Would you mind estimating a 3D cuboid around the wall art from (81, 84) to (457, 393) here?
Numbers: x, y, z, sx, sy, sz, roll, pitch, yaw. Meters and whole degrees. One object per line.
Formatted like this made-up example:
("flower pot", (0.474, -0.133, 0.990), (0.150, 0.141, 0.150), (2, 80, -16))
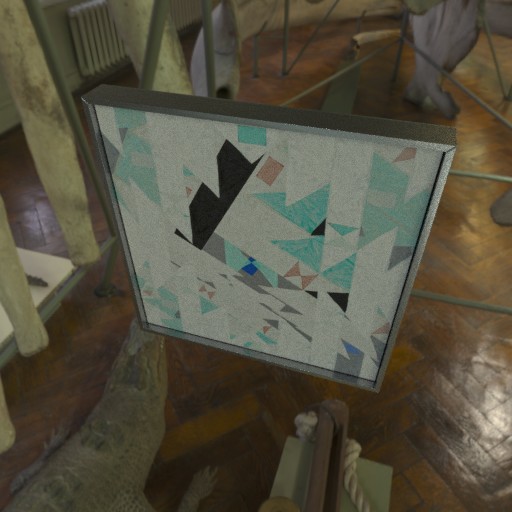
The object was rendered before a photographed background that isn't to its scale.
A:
("wall art", (0.000, 0.000, 0.521), (0.350, 0.350, 0.038), (12, 41, 13))
